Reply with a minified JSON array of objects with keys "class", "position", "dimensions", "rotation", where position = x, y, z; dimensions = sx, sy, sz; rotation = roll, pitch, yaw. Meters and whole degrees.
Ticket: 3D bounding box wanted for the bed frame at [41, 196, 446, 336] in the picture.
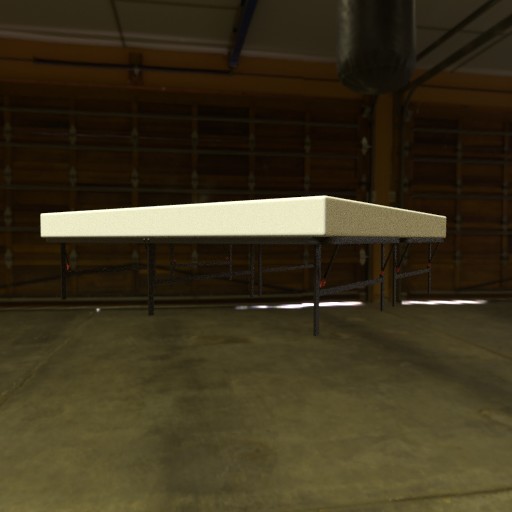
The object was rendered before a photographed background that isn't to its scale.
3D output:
[{"class":"bed frame","position":[0.000,0.000,3.053],"dimensions":[2.032,0.559,1.930],"rotation":[2,3,36]}]
